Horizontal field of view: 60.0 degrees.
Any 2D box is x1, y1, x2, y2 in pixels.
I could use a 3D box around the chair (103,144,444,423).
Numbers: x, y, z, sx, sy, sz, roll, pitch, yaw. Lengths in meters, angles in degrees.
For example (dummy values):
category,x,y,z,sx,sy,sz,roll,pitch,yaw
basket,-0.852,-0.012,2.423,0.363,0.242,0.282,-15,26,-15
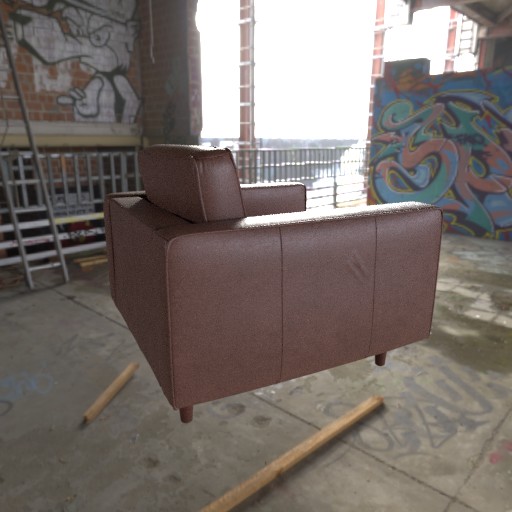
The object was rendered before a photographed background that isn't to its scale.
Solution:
category,x,y,z,sx,sy,sz,roll,pitch,yaw
chair,0.000,0.000,1.575,0.900,0.770,0.920,-7,17,-26
